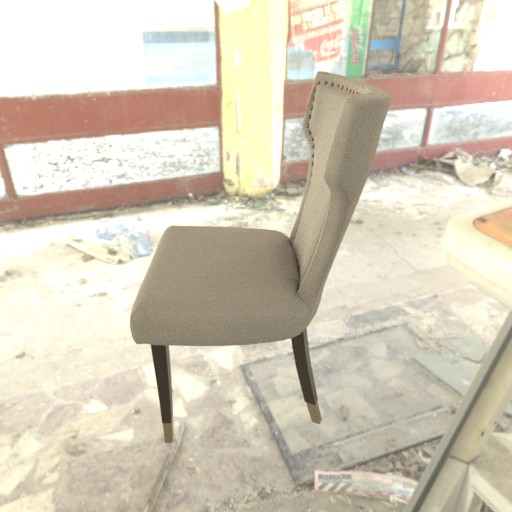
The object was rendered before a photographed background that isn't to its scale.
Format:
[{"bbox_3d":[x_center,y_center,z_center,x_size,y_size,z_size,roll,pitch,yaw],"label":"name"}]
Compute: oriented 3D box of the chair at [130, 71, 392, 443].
[{"bbox_3d":[0.000,0.000,1.285,0.630,0.950,0.526,0,28,0],"label":"chair"}]
